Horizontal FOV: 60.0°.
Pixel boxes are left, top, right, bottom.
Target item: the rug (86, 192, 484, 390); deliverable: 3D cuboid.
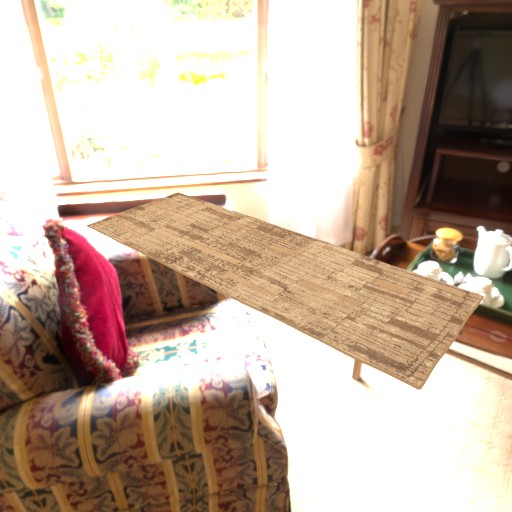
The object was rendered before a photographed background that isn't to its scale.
[{"bbox_3d":[0.000,0.000,2.684,2.383,0.018,0.857,22,36,34],"label":"rug"}]
